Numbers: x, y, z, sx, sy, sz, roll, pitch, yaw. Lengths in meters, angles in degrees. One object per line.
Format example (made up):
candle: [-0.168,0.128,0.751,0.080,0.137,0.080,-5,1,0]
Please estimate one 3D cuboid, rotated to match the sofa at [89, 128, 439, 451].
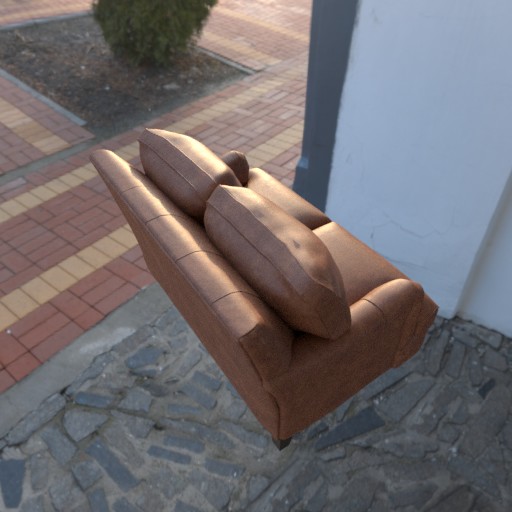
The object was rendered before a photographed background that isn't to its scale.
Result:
sofa: [0.000,0.000,2.253,1.077,1.004,1.527,-24,46,-25]
